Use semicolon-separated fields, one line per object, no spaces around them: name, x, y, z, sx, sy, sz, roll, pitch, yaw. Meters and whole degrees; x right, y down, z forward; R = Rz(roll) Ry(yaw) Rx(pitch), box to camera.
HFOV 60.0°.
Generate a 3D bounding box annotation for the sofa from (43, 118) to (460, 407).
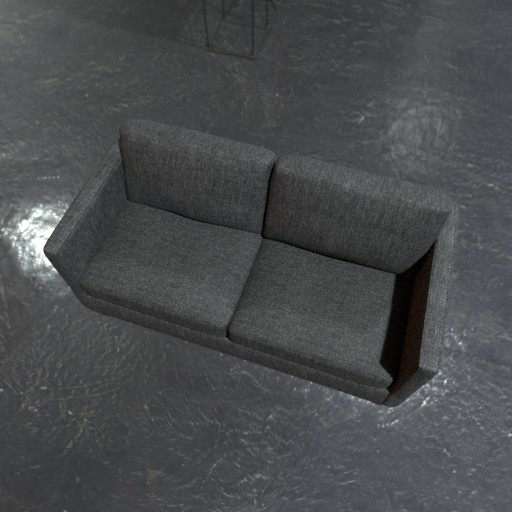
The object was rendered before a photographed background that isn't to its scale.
sofa;0.000;0.000;2.388;1.884;0.963;0.950;16;61;9
